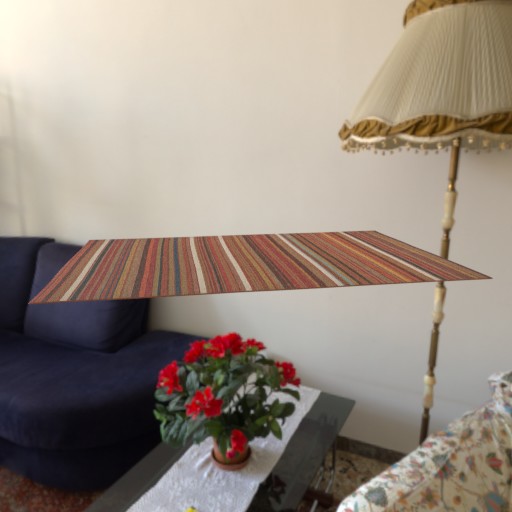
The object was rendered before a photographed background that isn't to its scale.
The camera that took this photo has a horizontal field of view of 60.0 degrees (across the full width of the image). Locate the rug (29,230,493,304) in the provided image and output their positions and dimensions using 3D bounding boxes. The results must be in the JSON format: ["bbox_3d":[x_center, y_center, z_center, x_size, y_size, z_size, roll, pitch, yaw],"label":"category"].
[{"bbox_3d":[0.000,0.000,3.015,2.438,0.008,1.523,-2,14,-10],"label":"rug"}]
